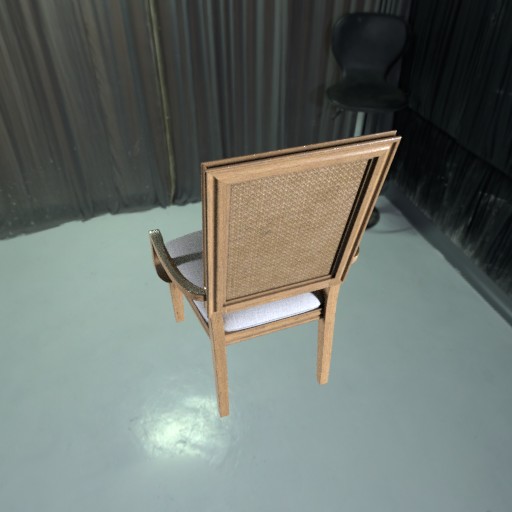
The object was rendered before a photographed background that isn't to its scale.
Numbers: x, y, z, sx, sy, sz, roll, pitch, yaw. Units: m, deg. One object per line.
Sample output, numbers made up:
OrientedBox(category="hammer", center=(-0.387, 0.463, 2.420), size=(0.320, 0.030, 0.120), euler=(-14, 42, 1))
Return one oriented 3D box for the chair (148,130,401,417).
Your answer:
OrientedBox(category="chair", center=(0.000, 0.000, 1.384), size=(0.606, 0.990, 0.602), euler=(-13, 41, -15))
